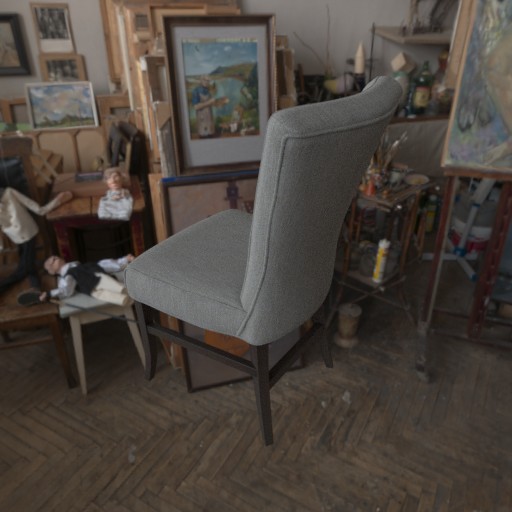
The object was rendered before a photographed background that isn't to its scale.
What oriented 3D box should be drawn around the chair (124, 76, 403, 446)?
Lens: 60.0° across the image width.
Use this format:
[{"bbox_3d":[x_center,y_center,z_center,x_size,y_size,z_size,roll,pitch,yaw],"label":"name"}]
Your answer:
[{"bbox_3d":[0.000,0.000,1.316,0.660,0.991,0.520,21,37,30],"label":"chair"}]
